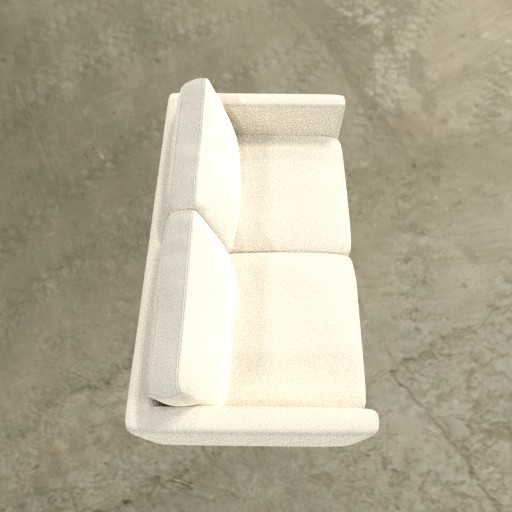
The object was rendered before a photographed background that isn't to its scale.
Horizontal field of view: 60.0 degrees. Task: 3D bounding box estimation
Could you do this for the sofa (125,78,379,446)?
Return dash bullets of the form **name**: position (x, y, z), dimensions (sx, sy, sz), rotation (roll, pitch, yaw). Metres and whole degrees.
- **sofa**: position (0.000, 0.000, 2.190), dimensions (0.964, 0.888, 1.702), rotation (1, 63, 0)
